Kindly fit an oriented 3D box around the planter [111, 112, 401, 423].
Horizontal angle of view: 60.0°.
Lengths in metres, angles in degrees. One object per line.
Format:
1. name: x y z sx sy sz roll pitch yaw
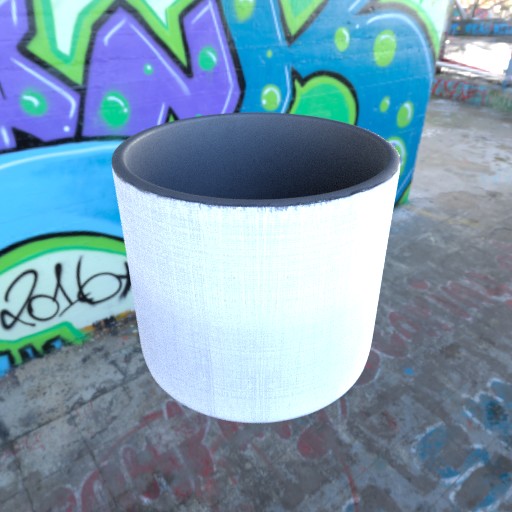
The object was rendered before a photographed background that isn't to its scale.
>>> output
1. planter: 0.000 0.000 0.395 0.221 0.201 0.221 0 32 0
